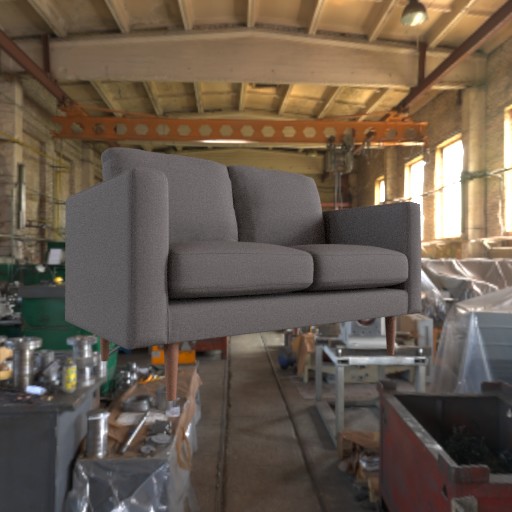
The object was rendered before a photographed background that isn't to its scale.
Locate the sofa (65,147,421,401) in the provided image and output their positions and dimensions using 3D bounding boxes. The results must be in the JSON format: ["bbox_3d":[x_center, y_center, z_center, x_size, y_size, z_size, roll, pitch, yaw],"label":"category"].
[{"bbox_3d":[0.000,0.000,1.968,1.430,0.908,0.796,0,0,-36],"label":"sofa"}]
